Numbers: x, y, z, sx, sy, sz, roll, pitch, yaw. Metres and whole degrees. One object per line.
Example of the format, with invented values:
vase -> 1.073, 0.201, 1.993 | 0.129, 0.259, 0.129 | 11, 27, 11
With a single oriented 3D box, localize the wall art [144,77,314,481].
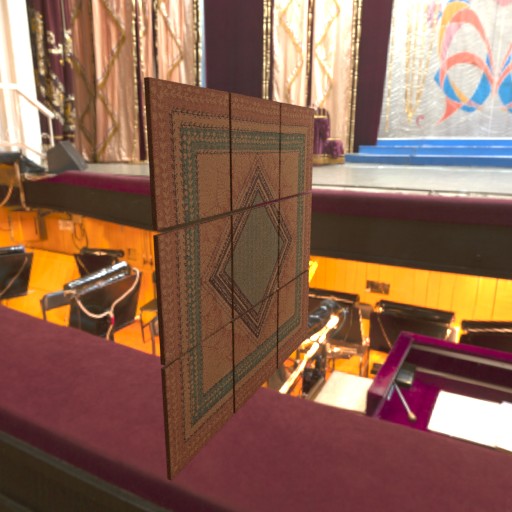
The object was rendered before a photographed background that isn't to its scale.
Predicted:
wall art -> 0.000, 0.000, 1.355 | 0.013, 0.914, 0.915 | 7, 16, 26
